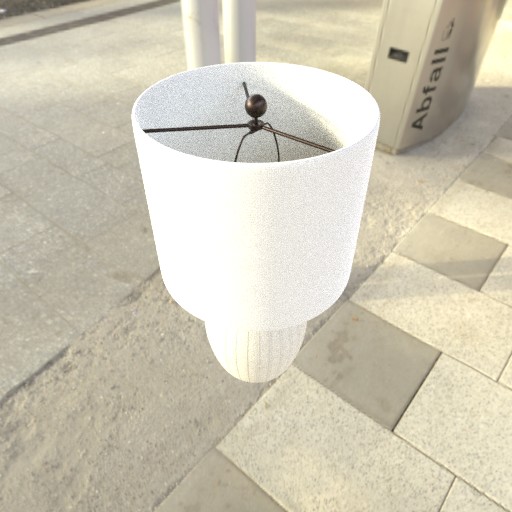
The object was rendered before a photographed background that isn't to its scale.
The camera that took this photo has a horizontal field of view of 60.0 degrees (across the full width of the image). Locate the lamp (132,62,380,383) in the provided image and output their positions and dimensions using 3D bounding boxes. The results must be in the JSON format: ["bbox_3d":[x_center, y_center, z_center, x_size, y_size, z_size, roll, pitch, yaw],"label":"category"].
[{"bbox_3d":[0.000,0.000,0.775,0.328,0.570,0.328,0,42,0],"label":"lamp"}]
